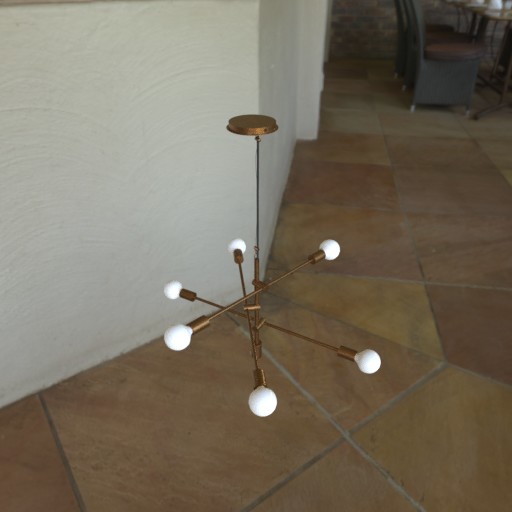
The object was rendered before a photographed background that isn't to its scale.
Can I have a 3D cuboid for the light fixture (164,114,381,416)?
[{"bbox_3d":[0.000,0.000,1.230,0.637,0.744,0.682,-19,38,-27],"label":"light fixture"}]
